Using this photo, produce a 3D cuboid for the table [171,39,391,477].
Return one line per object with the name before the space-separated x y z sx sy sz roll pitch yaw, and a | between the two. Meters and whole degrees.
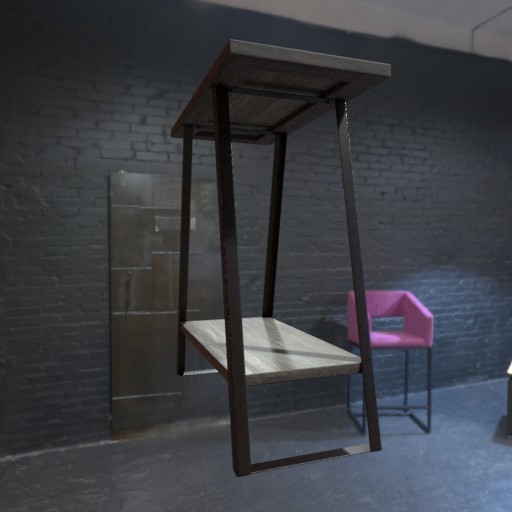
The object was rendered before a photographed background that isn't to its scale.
table | 0.000 0.000 1.035 0.300 0.701 0.599 -1 2 -20
